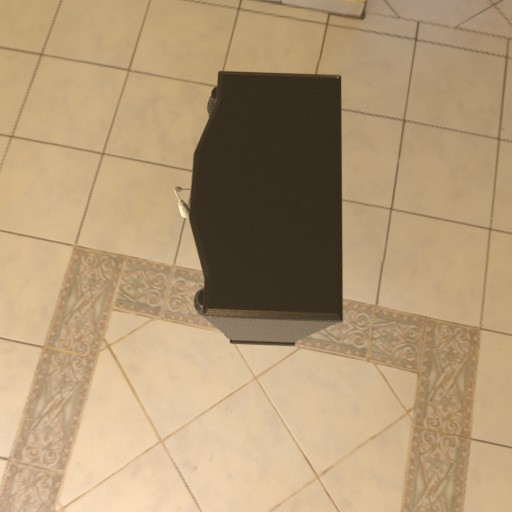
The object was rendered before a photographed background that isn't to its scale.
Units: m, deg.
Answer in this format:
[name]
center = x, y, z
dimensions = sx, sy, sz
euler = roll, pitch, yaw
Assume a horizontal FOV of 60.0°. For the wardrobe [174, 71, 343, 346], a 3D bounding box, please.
[wardrobe]
center = 0.000, 0.000, 1.211
dimensions = 0.295, 1.011, 0.444
euler = 2, 77, 0
